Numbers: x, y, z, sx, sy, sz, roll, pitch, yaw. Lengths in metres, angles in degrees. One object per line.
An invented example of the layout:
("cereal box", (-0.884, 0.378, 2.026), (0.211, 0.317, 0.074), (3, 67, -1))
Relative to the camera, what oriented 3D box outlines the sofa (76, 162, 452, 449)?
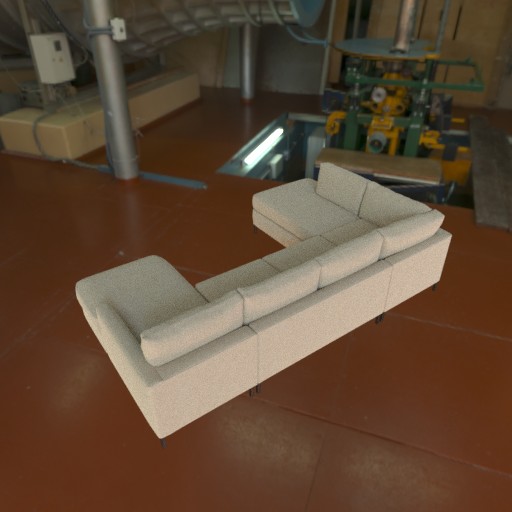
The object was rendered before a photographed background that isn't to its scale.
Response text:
("sofa", (0.000, 0.000, 3.993), (2.984, 0.862, 1.989), (-21, 39, -29))
